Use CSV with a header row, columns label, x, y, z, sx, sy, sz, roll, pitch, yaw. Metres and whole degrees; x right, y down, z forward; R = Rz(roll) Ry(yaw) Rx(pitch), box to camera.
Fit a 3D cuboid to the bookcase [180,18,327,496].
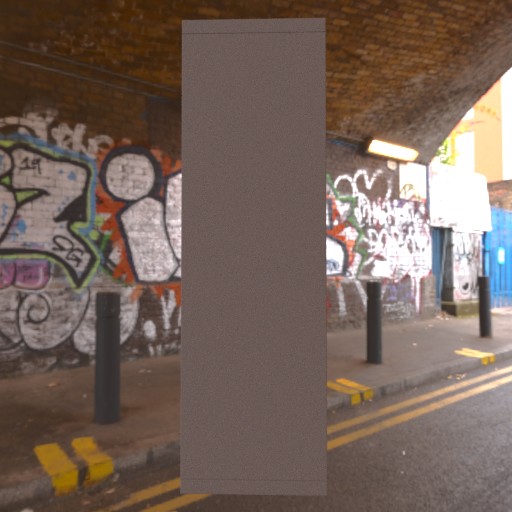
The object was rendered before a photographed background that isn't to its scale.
label,x,y,z,sx,sy,sz,roll,pitch,yaw
bookcase,0.000,0.000,1.200,0.330,1.080,0.390,0,-1,2
